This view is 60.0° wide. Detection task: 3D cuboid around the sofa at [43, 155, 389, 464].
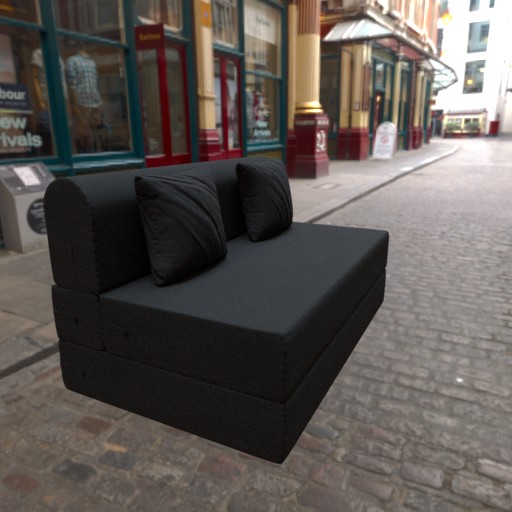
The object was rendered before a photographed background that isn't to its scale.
[{"bbox_3d":[0.000,0.000,1.671,0.762,0.670,1.225,8,18,26],"label":"sofa"}]
